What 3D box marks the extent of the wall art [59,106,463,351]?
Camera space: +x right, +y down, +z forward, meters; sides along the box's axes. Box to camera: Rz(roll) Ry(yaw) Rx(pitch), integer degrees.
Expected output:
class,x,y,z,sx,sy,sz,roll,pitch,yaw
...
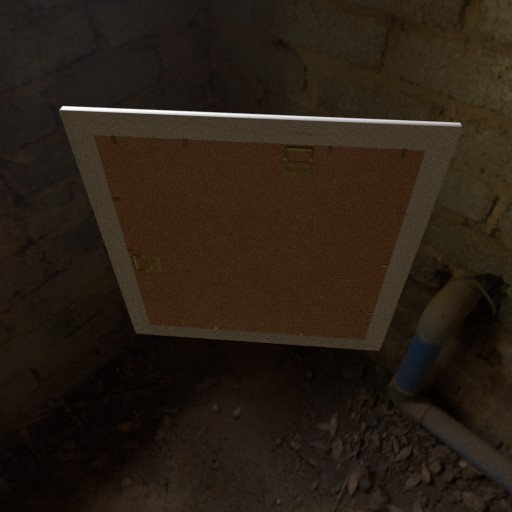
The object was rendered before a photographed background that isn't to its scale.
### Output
class,x,y,z,sx,sy,sz,roll,pitch,yaw
wall art,0.000,0.000,0.852,0.584,0.584,0.013,3,46,3
